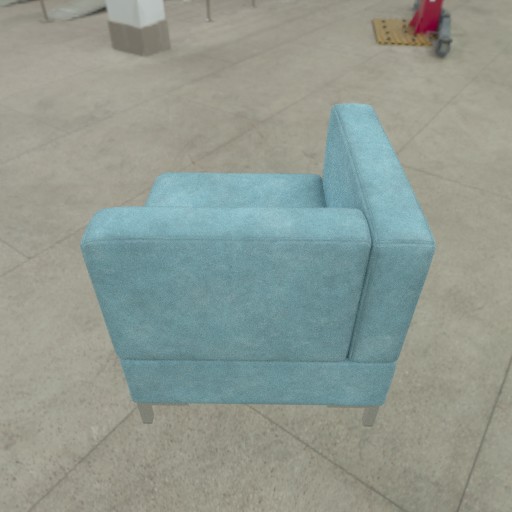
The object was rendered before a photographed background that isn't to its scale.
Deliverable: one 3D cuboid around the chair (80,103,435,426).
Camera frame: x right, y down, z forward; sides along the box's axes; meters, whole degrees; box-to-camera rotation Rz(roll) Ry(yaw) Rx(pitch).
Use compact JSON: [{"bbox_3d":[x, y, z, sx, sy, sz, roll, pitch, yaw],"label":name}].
[{"bbox_3d":[0.000,0.000,1.249,0.684,0.660,0.691,1,41,1],"label":"chair"}]
